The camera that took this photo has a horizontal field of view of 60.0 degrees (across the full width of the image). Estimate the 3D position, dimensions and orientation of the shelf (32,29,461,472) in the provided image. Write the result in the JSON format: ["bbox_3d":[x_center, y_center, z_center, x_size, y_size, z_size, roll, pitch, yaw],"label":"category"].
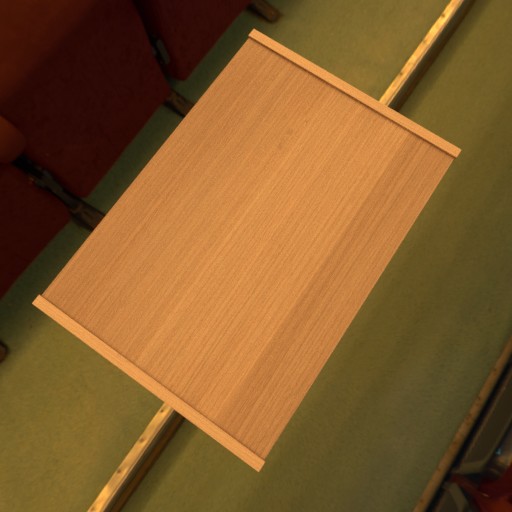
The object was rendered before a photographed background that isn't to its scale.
[{"bbox_3d":[0.000,0.000,0.637,0.290,0.305,0.415,34,79,8],"label":"shelf"}]
